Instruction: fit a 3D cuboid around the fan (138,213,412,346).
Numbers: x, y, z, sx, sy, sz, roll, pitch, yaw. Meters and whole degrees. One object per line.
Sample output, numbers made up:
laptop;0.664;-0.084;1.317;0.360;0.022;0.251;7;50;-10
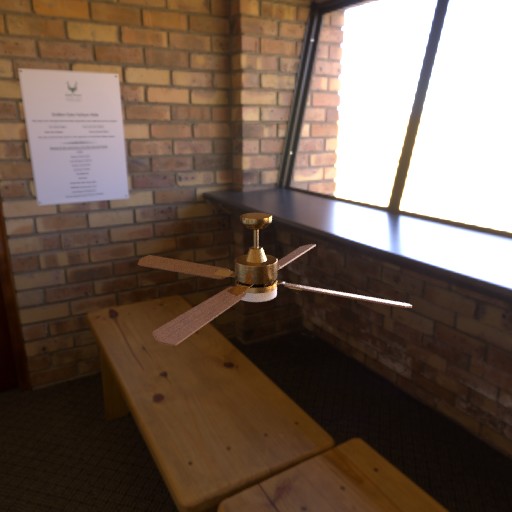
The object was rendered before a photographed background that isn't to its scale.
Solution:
fan;0.000;0.000;1.926;1.320;0.355;1.320;8;18;26
